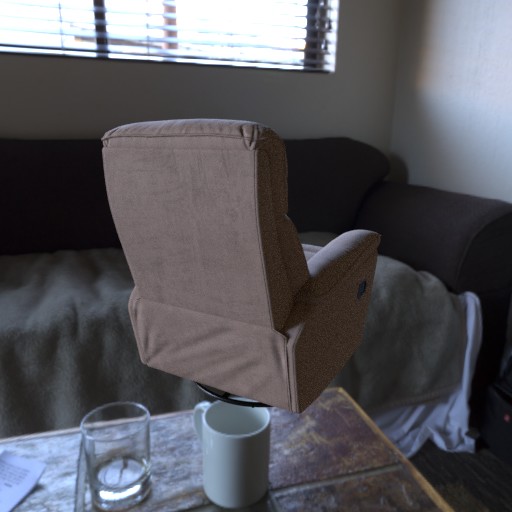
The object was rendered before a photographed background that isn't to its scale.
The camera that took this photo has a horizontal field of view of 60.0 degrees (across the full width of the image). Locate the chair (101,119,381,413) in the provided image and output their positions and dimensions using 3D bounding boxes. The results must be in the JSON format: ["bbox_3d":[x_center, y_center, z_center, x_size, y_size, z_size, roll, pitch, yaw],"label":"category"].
[{"bbox_3d":[0.000,0.000,1.791,0.820,1.037,1.004,8,18,28],"label":"chair"}]
